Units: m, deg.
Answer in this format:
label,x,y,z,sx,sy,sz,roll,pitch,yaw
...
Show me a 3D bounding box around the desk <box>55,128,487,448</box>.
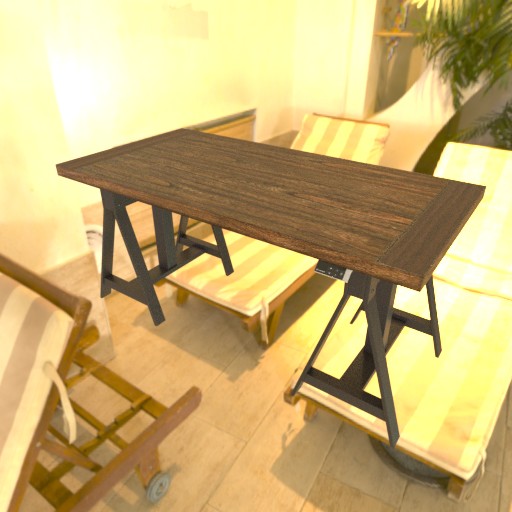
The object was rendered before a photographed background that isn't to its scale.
label,x,y,z,sx,sy,sz,roll,pitch,yaw
desk,0.000,0.000,1.910,1.543,0.725,0.784,19,35,30
